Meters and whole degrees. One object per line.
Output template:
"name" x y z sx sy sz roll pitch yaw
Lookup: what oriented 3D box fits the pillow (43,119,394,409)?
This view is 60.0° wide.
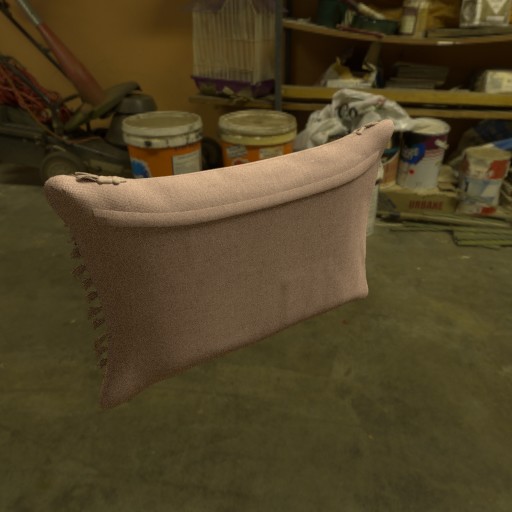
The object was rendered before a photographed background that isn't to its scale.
"pillow" 0.000 0.000 0.585 0.466 0.305 0.084 -18 34 -29
